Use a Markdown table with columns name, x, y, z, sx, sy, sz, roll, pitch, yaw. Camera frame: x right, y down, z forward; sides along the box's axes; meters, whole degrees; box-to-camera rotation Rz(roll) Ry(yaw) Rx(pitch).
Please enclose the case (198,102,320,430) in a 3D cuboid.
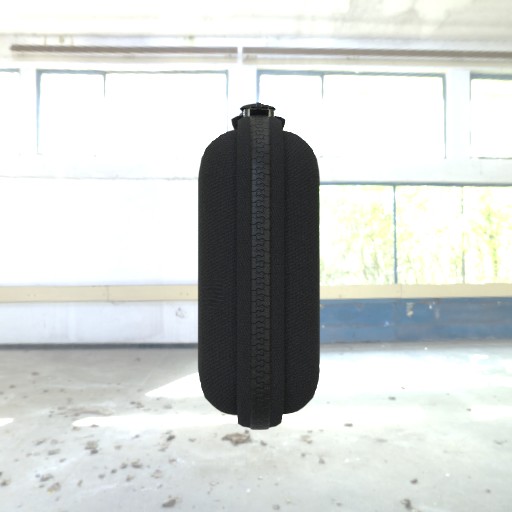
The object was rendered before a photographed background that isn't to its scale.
| name | x | y | z | sx | sy | sz | roll | pitch | yaw |
| --- | --- | --- | --- | --- | --- | --- | --- | --- | --- |
| case | 0.000 | 0.000 | 0.183 | 0.038 | 0.105 | 0.132 | 0 | 0 | -1 |
